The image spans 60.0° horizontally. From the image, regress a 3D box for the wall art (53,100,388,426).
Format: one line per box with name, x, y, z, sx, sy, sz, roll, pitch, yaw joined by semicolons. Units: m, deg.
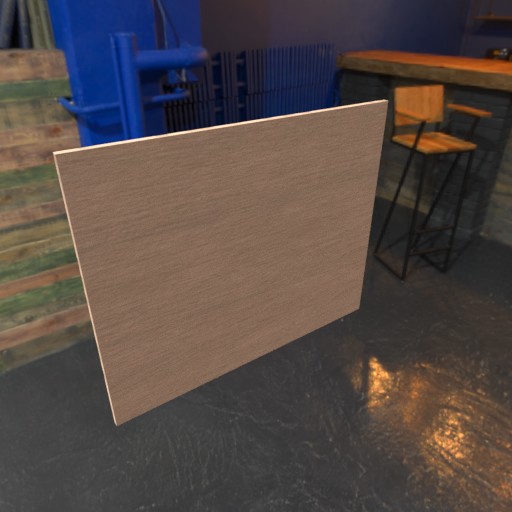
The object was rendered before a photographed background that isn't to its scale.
wall art;0.000;0.000;0.683;0.508;0.408;0.010;-19;35;-30
